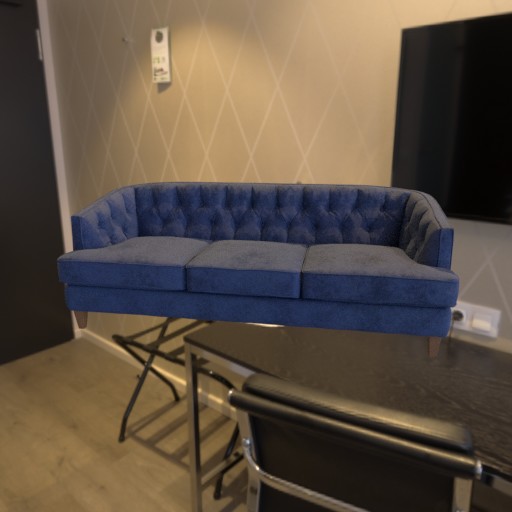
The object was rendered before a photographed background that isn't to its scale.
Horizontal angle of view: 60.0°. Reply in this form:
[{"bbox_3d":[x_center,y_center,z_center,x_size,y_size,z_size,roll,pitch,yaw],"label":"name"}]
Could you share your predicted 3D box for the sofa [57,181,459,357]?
[{"bbox_3d":[0.000,0.000,2.856,2.278,0.855,0.941,3,15,10],"label":"sofa"}]
